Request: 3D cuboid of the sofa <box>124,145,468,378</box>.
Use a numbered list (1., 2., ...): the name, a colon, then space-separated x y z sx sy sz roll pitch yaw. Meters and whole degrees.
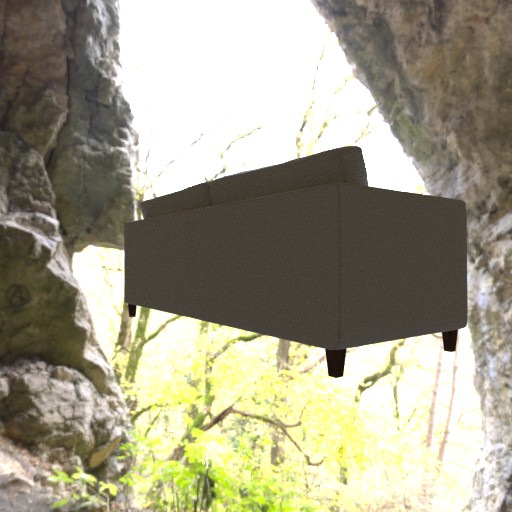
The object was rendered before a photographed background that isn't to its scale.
1. sofa: 0.000 0.000 2.875 0.951 0.962 2.361 0 0 -36
